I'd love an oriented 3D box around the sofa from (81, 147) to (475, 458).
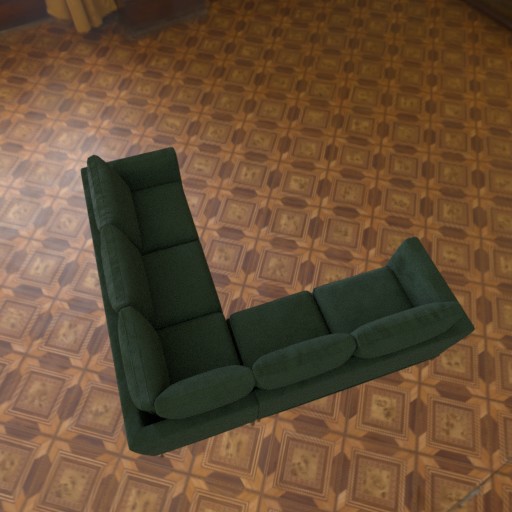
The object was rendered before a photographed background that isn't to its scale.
[{"bbox_3d":[0.000,0.000,3.726,2.468,1.004,2.452,-16,60,-10],"label":"sofa"}]
